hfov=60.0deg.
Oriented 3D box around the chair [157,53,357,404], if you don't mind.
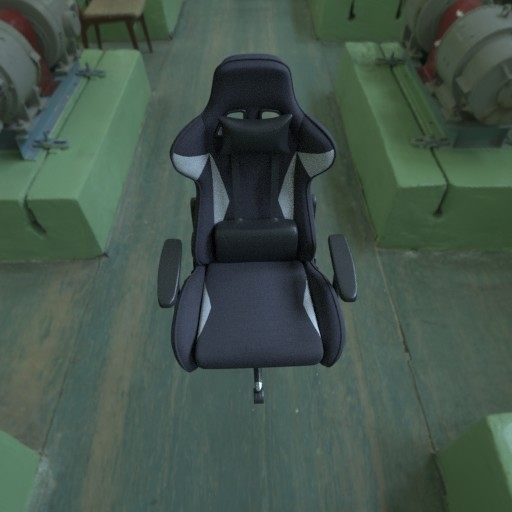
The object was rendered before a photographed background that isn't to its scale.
[{"bbox_3d":[0.000,0.000,1.722,0.730,1.300,0.695,-2,47,-2],"label":"chair"}]
